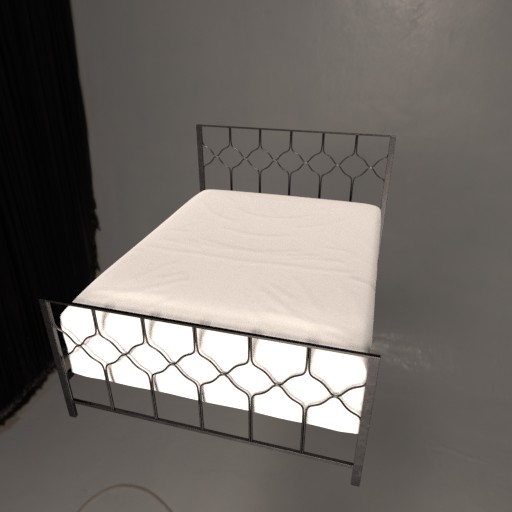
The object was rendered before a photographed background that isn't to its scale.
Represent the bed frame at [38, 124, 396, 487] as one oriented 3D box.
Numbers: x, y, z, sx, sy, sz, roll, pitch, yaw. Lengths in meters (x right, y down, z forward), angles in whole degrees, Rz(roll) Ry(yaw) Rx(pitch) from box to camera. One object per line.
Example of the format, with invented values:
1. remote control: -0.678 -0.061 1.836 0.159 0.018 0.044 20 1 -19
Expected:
1. bed frame: 0.000 0.000 2.899 1.597 1.222 2.063 7 28 14
